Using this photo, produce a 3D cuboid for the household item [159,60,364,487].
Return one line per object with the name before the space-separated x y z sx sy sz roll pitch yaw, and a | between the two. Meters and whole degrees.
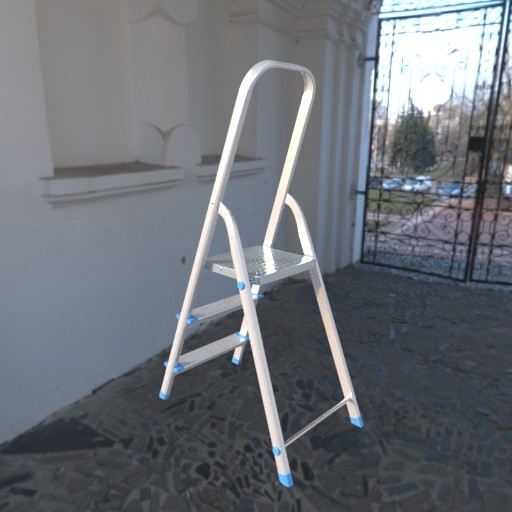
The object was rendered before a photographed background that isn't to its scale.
household item | 0.000 0.000 1.531 0.687 1.215 0.420 14 21 43
